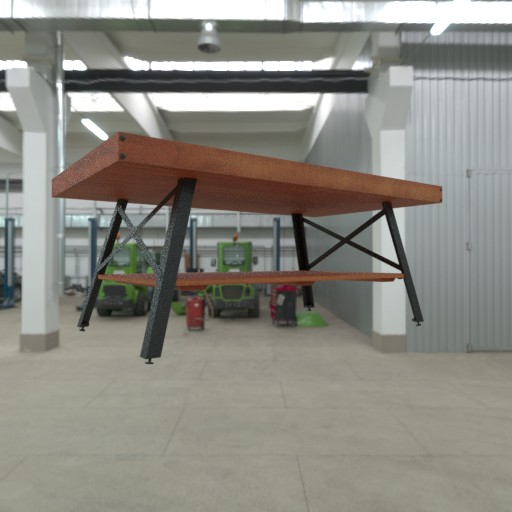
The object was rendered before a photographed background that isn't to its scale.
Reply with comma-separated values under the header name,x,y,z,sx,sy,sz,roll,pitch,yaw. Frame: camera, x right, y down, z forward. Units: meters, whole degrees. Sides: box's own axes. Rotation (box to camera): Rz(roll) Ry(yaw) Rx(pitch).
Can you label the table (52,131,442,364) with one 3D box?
name,x,y,z,sx,sy,sz,roll,pitch,yaw
table,0.000,0.000,1.386,1.067,0.457,0.610,0,-1,-36
